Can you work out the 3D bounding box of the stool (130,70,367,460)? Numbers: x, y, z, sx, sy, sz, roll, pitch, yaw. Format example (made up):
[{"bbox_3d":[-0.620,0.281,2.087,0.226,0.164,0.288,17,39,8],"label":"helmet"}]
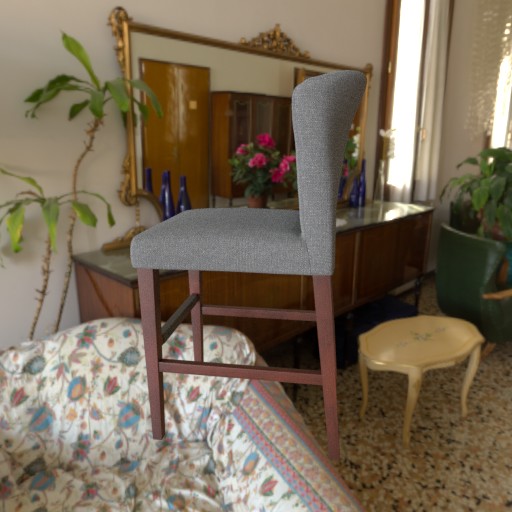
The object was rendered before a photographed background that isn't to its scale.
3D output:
[{"bbox_3d":[0.000,0.000,1.282,0.568,0.968,0.479,2,15,9],"label":"stool"}]
